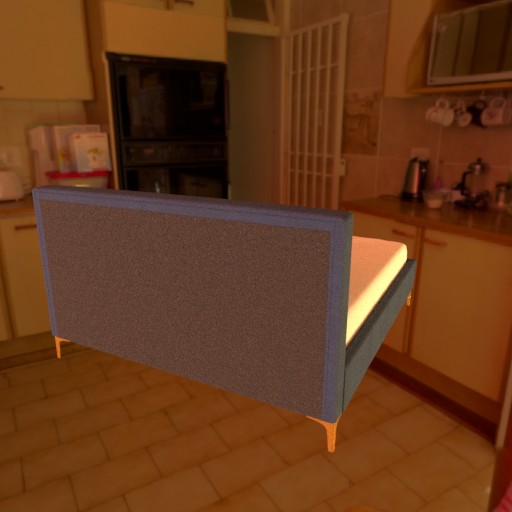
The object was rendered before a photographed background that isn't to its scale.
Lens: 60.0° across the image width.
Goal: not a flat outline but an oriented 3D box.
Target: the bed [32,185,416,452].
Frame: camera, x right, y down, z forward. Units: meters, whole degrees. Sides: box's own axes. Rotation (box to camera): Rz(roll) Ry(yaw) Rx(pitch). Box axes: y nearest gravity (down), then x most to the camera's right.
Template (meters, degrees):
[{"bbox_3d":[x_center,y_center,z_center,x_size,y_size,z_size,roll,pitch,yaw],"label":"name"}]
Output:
[{"bbox_3d":[0.000,0.000,3.470,2.096,1.231,2.232,9,18,27],"label":"bed"}]
